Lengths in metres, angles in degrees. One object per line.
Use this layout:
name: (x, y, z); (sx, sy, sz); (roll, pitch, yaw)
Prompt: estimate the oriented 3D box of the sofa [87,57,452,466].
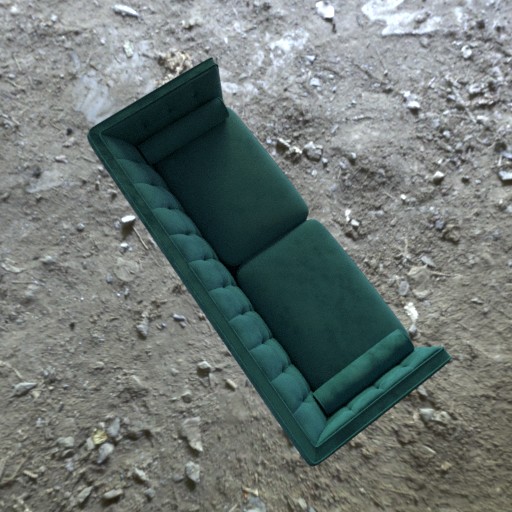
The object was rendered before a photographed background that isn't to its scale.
sofa: (0.000, 0.000, 2.614); (0.867, 0.789, 2.087); (-34, 78, -8)
